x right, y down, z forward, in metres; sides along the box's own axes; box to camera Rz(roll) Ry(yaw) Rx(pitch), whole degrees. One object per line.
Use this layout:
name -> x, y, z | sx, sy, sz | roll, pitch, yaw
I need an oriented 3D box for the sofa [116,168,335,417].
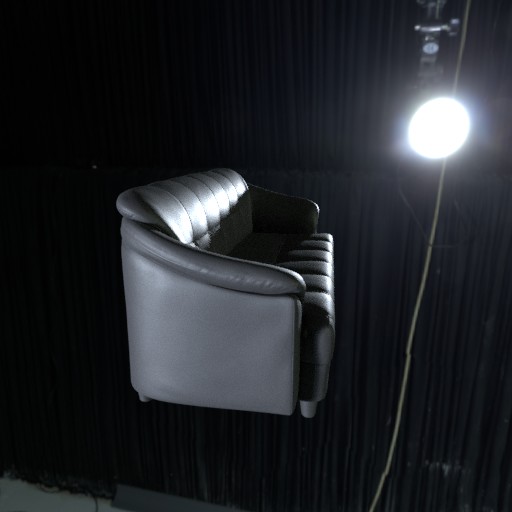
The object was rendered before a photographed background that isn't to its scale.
sofa -> 0.000, 0.000, 2.291 | 0.800, 0.811, 1.829 | 2, 15, 9
